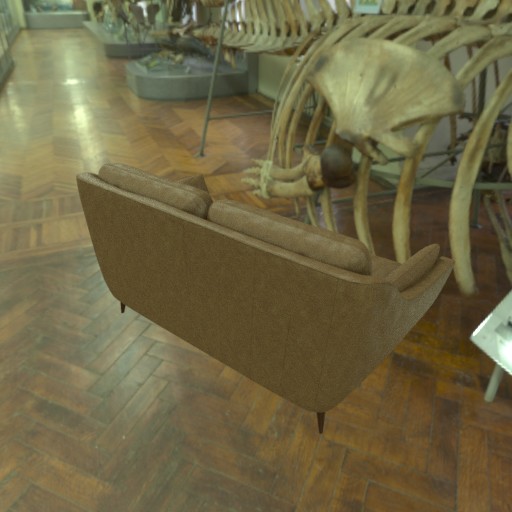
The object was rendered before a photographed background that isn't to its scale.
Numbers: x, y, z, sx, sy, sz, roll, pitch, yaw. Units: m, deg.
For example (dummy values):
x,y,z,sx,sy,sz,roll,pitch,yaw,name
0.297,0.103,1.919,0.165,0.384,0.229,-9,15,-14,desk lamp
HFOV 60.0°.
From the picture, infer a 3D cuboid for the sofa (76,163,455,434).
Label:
x,y,z,sx,sy,sz,roll,pitch,yaw,name
0.000,0.000,2.316,1.731,0.886,0.981,22,37,32,sofa
